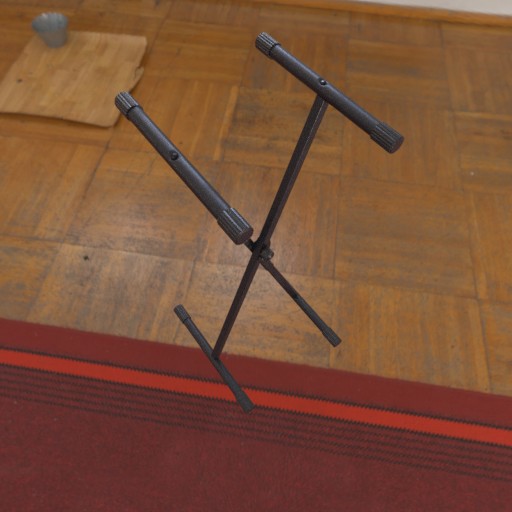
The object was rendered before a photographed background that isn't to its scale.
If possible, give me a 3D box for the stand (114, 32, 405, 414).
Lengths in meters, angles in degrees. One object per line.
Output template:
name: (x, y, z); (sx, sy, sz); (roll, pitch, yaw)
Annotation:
stand: (0.000, 0.000, 1.187); (0.409, 0.940, 0.449); (-32, 63, -19)
